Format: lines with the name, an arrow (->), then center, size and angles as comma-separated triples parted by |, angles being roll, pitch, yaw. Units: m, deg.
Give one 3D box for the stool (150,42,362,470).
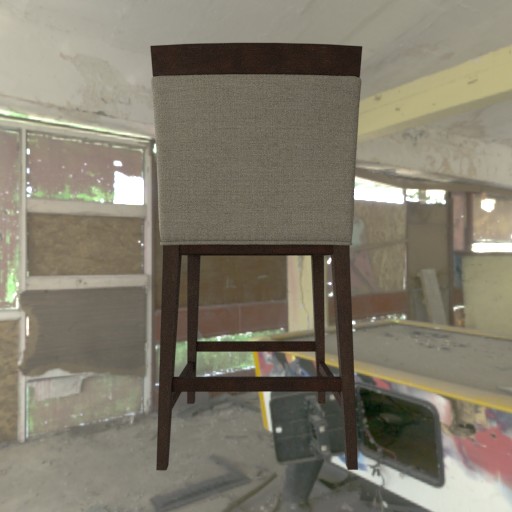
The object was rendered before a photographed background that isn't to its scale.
stool -> 0.000, 0.000, 1.288 | 0.512, 1.009, 0.531 | 0, 0, 0
